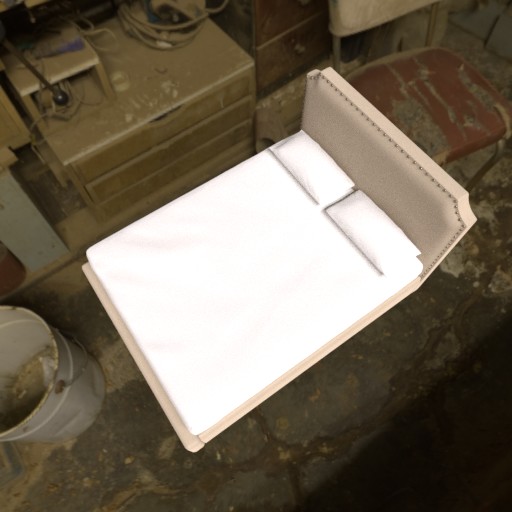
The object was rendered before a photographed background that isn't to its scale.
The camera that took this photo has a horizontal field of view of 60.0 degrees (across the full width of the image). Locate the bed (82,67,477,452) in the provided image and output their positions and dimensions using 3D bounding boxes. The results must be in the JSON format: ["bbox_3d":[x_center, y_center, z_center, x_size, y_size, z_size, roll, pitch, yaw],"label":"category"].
[{"bbox_3d":[0.000,0.000,3.400,2.329,1.415,1.703,-32,68,-15],"label":"bed"}]
